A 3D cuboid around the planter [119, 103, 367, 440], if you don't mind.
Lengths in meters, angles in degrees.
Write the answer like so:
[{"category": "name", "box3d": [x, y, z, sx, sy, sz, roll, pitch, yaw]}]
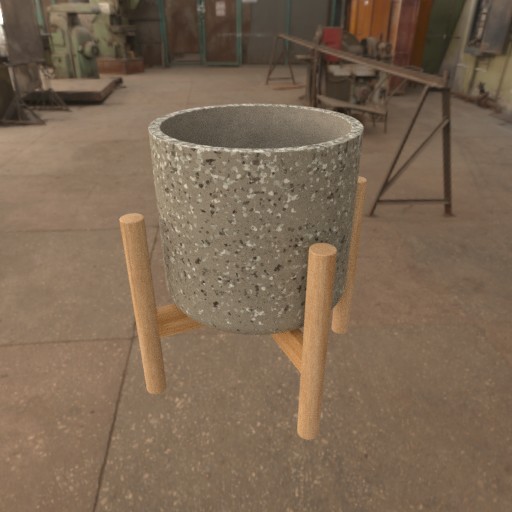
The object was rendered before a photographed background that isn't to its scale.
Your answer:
[{"category": "planter", "box3d": [0.000, 0.000, 0.544, 0.284, 0.320, 0.284, -1, 29, -2]}]
